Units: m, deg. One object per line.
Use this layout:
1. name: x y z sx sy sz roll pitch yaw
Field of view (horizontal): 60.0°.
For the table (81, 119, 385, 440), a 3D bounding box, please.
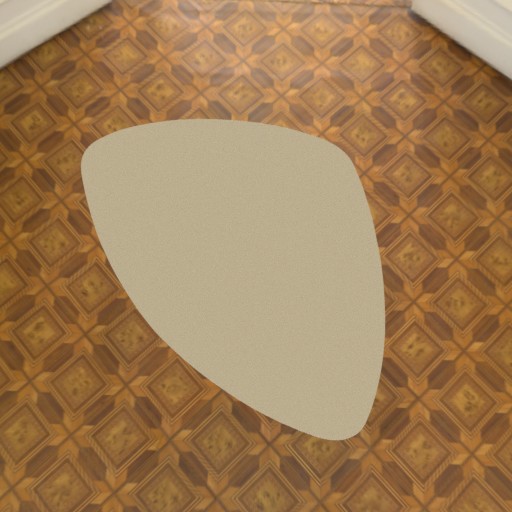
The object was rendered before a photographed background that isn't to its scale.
1. table: 0.000 0.000 1.628 0.850 0.440 1.250 -42 79 -10
